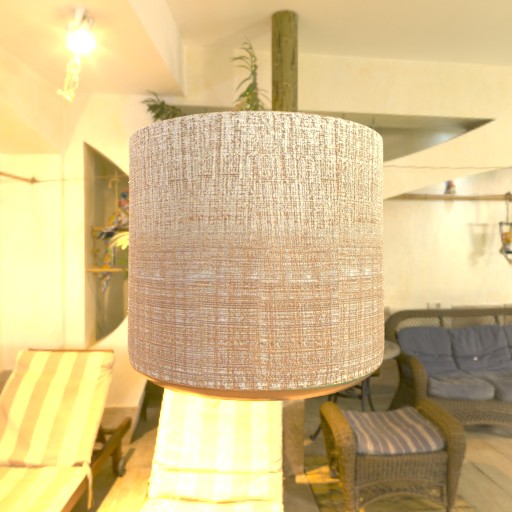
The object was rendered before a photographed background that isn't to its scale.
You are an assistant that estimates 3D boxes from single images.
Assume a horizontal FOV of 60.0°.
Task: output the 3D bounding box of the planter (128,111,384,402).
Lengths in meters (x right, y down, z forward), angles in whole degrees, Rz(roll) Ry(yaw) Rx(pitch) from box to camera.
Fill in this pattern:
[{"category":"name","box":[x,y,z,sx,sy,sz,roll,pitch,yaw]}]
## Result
[{"category":"planter","box":[0.000,0.000,0.195,0.109,0.096,0.109,0,1,0]}]
